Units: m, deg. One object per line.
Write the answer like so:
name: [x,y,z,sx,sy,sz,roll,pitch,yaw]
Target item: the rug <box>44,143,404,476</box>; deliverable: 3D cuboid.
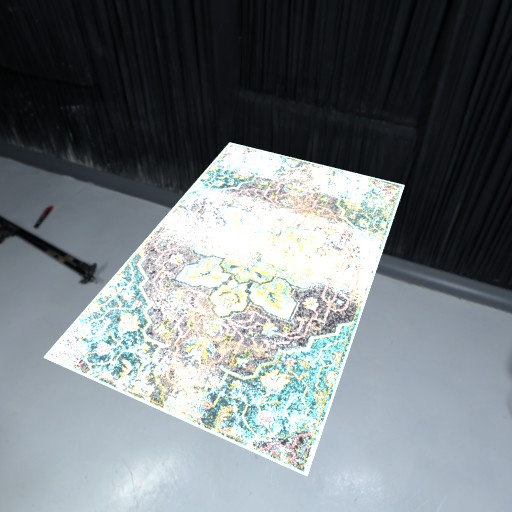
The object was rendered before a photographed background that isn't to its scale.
rug: [0.000,0.000,2.957,1.566,0.004,2.363,18,49,17]
